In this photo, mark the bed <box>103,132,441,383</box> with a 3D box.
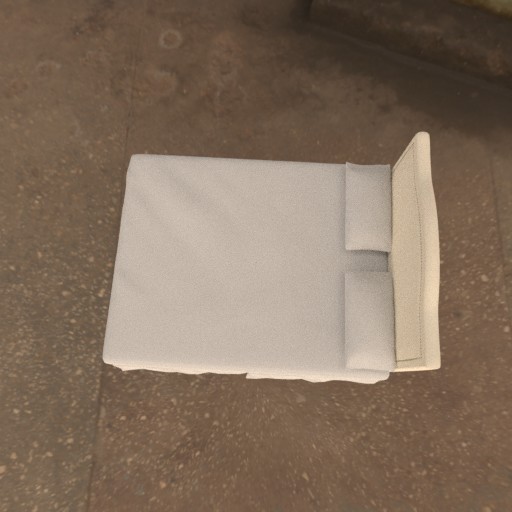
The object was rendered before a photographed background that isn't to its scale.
[{"bbox_3d":[0.000,0.000,3.677,2.477,1.437,1.977,3,75,1],"label":"bed"}]
